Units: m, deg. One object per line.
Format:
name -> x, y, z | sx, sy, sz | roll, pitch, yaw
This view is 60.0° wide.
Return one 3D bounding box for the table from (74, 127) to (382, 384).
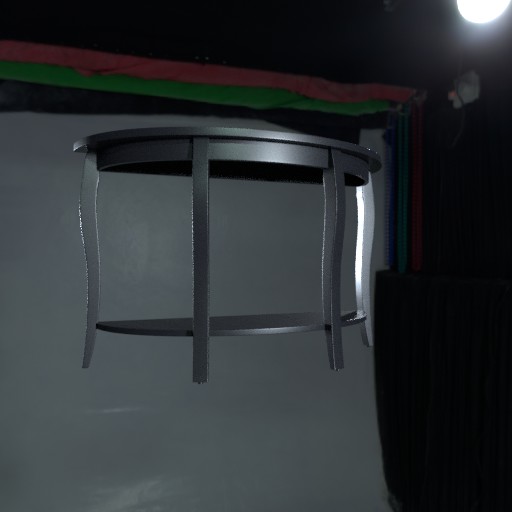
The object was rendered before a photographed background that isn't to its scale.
table -> 0.000, 0.000, 1.571 | 1.219, 0.780, 0.394 | 0, 0, -19
